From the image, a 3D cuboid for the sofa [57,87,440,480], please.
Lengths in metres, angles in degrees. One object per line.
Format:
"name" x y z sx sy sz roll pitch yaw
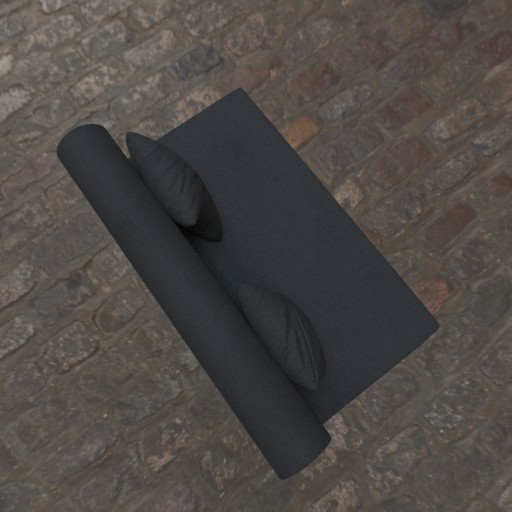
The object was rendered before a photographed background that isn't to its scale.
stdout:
"sofa" 0.000 0.000 1.642 0.762 0.670 1.225 -36 78 -8
